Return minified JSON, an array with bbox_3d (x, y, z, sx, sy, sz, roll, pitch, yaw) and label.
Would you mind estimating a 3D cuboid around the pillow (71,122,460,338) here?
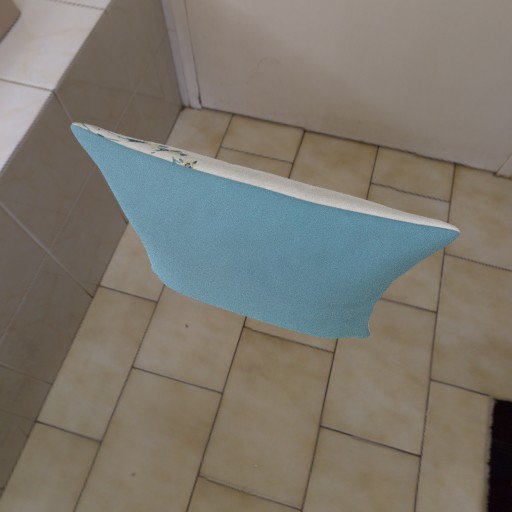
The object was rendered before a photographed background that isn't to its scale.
[{"bbox_3d":[0.000,0.000,0.794,0.526,0.507,0.166,17,66,8],"label":"pillow"}]
